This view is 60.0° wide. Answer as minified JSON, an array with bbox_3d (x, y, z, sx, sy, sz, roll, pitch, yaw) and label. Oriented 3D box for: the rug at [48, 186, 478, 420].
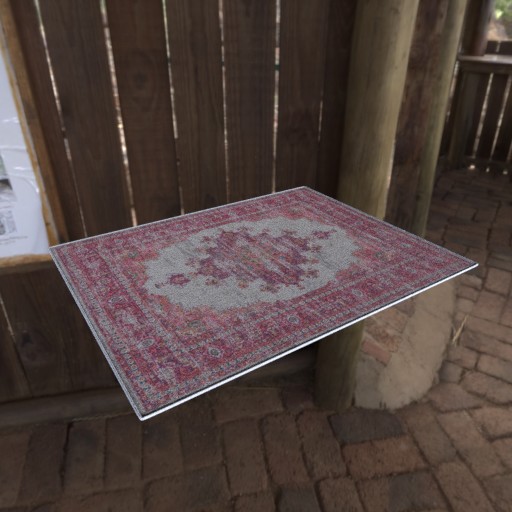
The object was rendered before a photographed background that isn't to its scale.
[{"bbox_3d":[0.000,0.000,4.060,3.123,0.017,2.447,-18,33,-29],"label":"rug"}]
